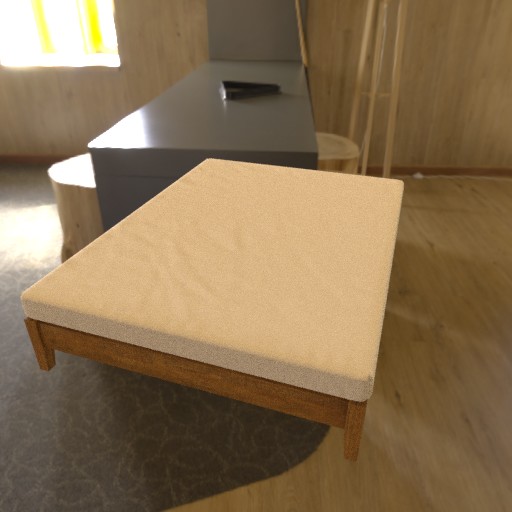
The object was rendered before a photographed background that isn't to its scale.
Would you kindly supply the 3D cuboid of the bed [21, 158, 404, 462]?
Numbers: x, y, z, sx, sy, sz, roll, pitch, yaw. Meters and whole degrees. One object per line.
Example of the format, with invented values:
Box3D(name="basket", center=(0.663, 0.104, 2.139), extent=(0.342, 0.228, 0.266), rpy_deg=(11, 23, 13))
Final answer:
Box3D(name="bed", center=(0.000, 0.000, 2.634), extent=(1.536, 0.431, 2.016), rpy_deg=(10, 32, 16))
